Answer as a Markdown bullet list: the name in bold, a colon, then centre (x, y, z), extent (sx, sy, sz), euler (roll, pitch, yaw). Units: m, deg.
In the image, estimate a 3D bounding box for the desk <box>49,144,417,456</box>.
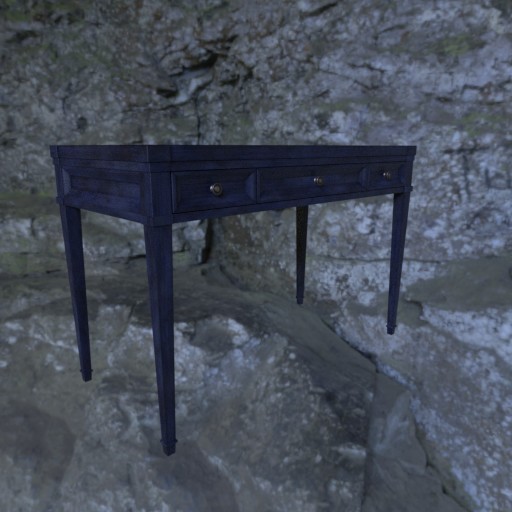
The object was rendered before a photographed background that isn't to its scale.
- **desk**: centre (0.000, 0.000, 1.778), extent (1.289, 0.861, 0.630), euler (-13, 19, -42)
